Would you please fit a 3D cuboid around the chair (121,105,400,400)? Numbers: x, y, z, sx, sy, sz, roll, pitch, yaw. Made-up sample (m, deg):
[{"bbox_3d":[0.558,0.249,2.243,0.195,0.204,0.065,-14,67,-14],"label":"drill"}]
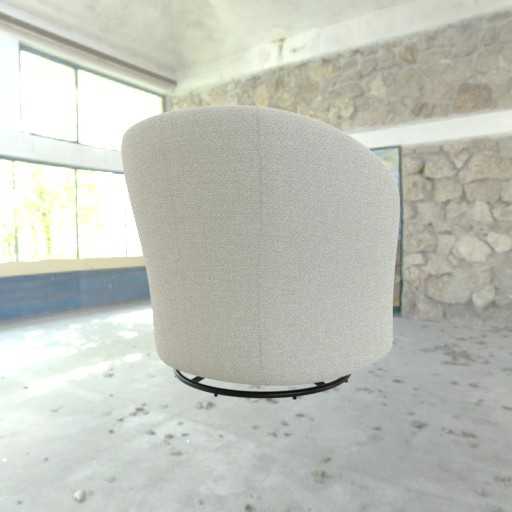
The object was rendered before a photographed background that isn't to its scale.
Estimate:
[{"bbox_3d":[0.000,0.000,1.456,0.791,0.771,0.815,2,3,35],"label":"chair"}]
